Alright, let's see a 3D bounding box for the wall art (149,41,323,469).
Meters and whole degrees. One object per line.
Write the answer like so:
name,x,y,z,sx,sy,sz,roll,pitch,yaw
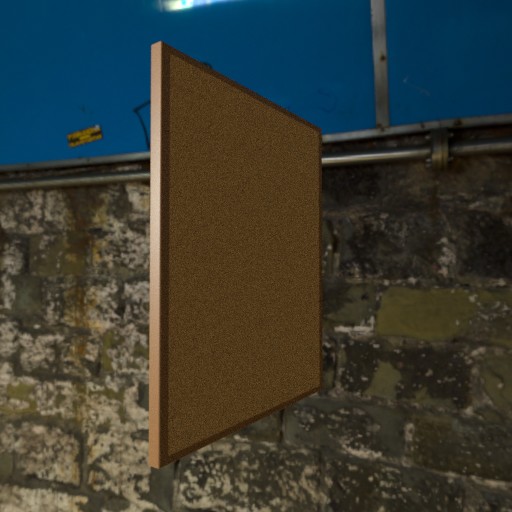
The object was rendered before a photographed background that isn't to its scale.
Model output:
wall art,0.000,0.000,0.755,0.021,0.550,0.449,-1,-2,36
